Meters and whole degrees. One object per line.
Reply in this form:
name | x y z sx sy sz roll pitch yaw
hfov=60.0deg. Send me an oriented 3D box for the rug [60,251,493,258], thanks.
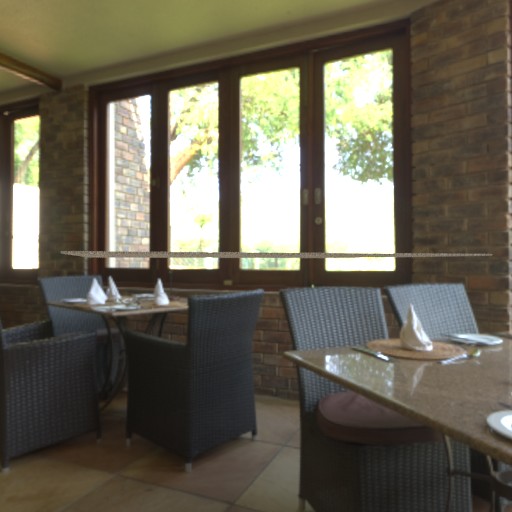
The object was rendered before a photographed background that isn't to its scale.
rug | 0.000 0.000 3.883 2.894 0.013 2.286 0 -1 -17
